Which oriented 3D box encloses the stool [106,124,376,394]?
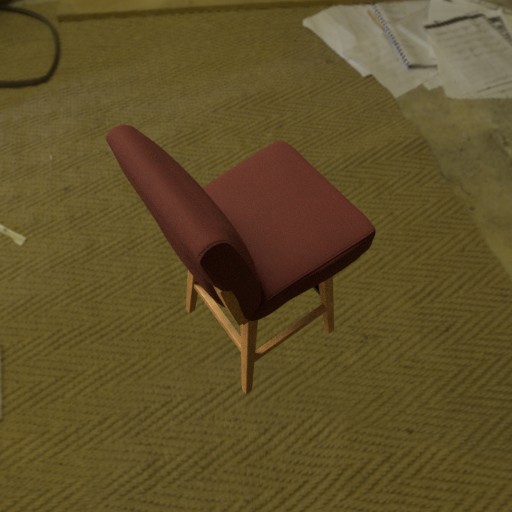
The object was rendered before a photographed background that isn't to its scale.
[{"bbox_3d":[0.000,0.000,1.441,0.562,1.093,0.468,-32,64,-18],"label":"stool"}]
